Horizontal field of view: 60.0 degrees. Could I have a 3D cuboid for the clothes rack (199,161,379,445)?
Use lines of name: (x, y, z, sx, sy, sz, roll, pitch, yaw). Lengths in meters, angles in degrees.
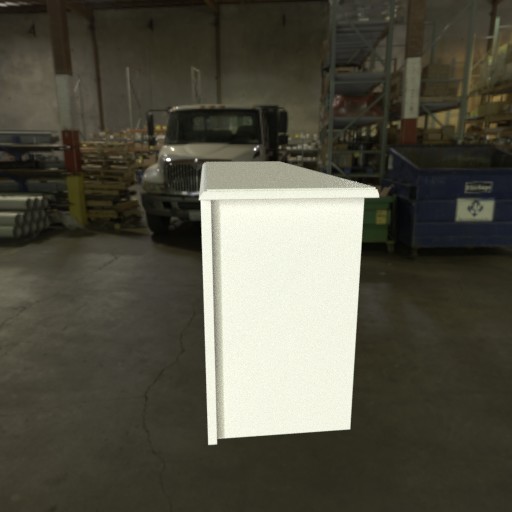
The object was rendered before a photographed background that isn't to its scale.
clothes rack: (0.000, 0.000, 1.388, 0.324, 0.531, 1.120, -2, 15, -6)
